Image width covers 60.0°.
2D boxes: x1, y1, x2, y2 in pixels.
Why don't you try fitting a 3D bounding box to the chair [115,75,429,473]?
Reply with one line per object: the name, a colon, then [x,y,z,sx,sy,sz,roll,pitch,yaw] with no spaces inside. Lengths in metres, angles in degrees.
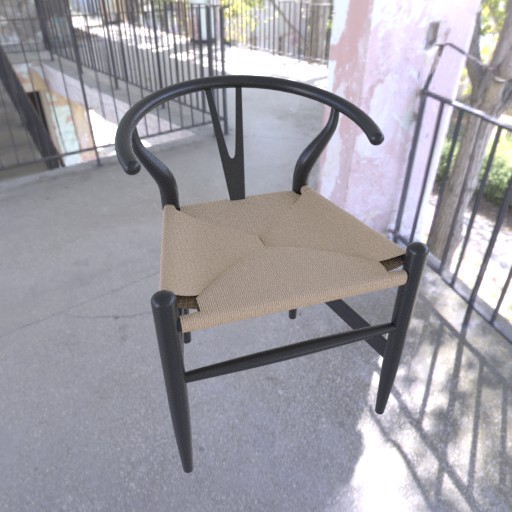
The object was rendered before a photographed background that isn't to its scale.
chair: [0.000,0.000,1.093,0.570,0.739,0.570,-10,35,-15]
